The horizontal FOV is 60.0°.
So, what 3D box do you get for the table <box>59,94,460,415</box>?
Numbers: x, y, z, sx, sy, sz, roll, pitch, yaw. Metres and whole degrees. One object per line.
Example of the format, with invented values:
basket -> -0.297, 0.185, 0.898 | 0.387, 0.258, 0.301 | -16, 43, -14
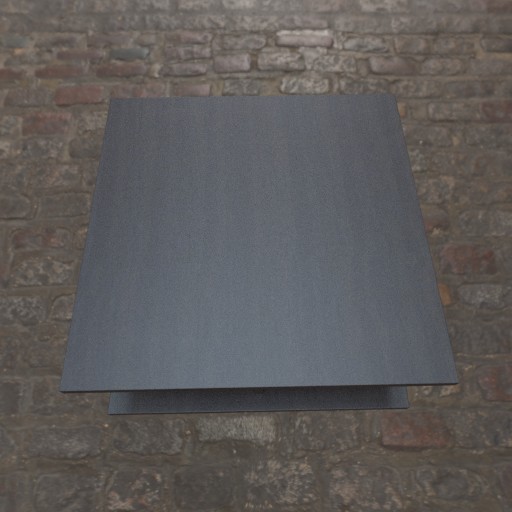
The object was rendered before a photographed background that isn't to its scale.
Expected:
table -> 0.000, 0.000, 1.189 | 0.762, 0.396, 0.762 | -1, 63, -1
